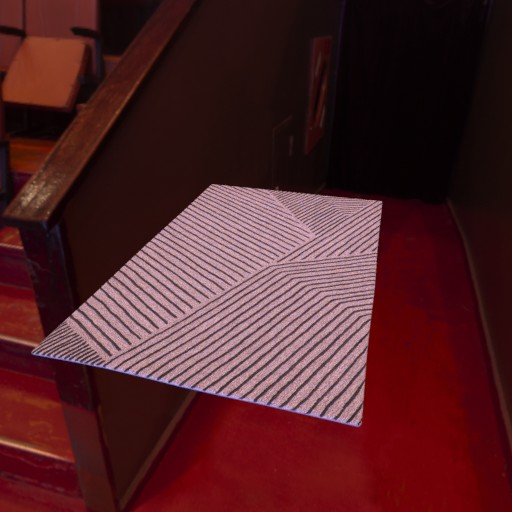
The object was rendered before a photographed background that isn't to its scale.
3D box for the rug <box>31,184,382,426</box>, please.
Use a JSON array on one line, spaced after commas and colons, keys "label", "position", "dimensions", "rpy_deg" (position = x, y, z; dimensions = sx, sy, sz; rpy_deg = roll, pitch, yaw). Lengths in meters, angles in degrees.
[{"label": "rug", "position": [0.000, 0.000, 2.918], "dimensions": [1.539, 0.023, 2.406], "rpy_deg": [8, 30, 14]}]
